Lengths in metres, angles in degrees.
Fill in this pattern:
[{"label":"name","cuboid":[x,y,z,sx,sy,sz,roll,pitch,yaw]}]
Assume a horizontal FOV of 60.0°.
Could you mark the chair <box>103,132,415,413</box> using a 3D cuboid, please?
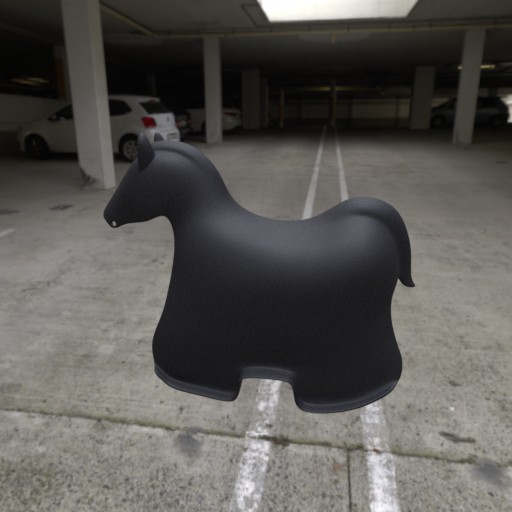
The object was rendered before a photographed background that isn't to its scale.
[{"label":"chair","cuboid":[0.000,0.000,1.143,0.800,0.612,0.429,2,16,9]}]
